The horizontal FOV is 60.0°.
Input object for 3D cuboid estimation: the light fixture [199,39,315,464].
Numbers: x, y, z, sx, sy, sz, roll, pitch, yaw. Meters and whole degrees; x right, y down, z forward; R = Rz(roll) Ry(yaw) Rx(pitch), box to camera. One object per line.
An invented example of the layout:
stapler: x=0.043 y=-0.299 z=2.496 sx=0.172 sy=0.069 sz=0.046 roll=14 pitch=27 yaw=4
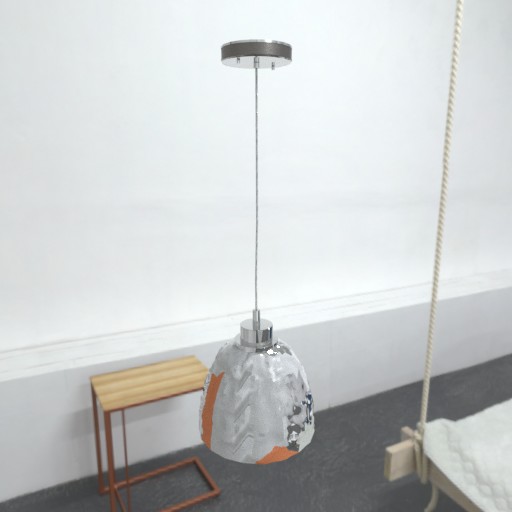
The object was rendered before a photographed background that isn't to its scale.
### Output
light fixture: x=0.000 y=0.000 z=1.744 sx=0.500 sy=1.511 sz=0.496 roll=13 pitch=19 yaw=42
